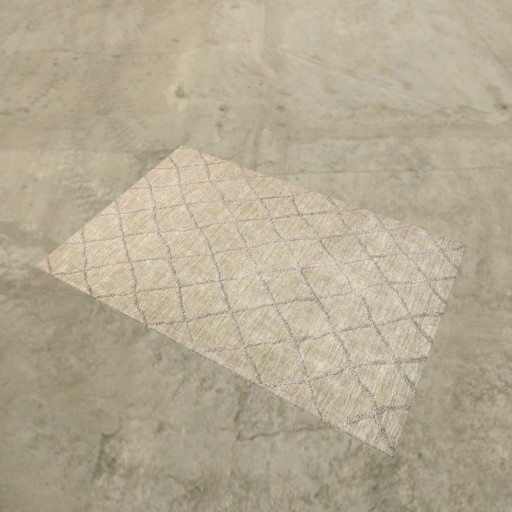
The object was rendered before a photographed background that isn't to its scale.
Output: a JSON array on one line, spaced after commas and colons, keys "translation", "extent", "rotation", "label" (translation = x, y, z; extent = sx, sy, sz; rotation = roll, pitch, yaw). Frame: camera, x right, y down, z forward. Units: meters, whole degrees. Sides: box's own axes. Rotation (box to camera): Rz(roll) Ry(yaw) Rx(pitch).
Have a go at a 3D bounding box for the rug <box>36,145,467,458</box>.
[{"translation": [0.000, 0.000, 2.810], "extent": [2.280, 0.015, 1.521], "rotation": [23, 51, 20], "label": "rug"}]
